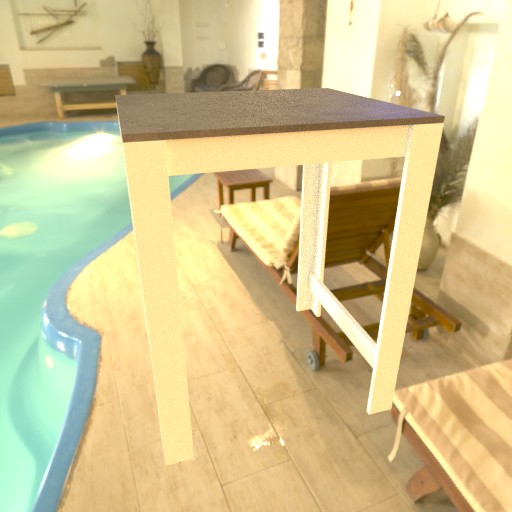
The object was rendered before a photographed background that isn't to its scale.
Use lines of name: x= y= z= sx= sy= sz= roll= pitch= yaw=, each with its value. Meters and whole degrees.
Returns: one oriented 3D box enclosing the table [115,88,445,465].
table: x=0.000 y=0.000 z=1.559 sx=0.800 sy=1.020 sz=0.700 roll=-8 pitch=28 yaw=-15
